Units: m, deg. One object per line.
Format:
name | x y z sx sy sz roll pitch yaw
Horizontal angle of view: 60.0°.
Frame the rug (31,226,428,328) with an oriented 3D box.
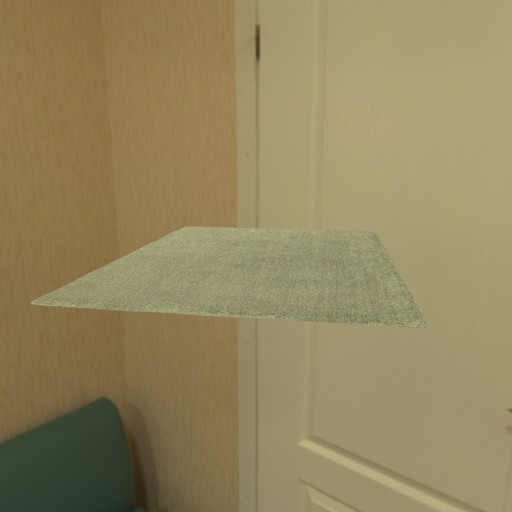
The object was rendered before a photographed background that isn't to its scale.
rug | 0.000 0.000 3.881 2.332 0.027 2.933 2 13 9
